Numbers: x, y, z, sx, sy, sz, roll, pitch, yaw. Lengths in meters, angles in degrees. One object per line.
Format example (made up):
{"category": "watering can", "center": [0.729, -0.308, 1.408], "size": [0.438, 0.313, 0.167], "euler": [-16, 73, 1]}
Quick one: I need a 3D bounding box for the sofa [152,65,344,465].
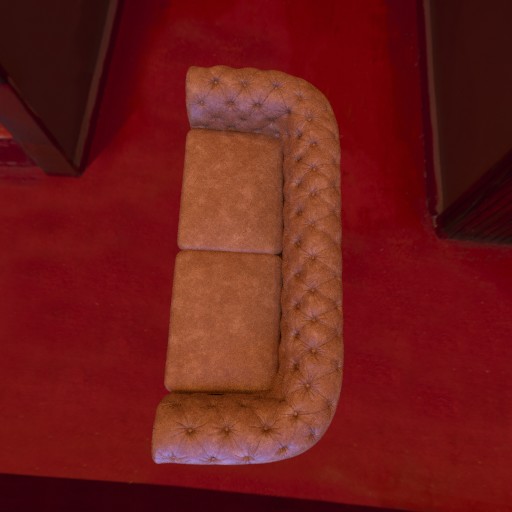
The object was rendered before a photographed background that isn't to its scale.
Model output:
{"category": "sofa", "center": [0.000, 0.000, 2.801], "size": [0.989, 0.760, 2.365], "euler": [2, 74, 1]}
